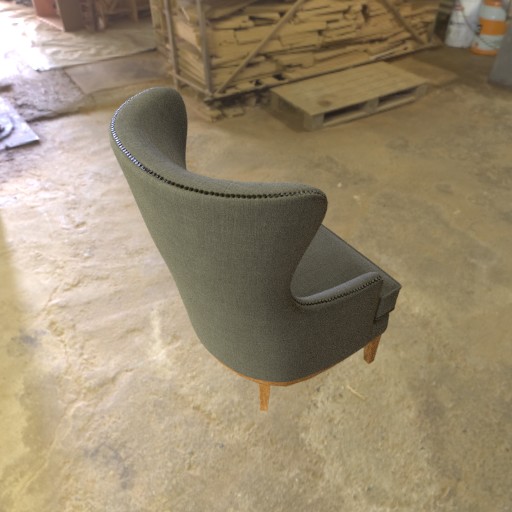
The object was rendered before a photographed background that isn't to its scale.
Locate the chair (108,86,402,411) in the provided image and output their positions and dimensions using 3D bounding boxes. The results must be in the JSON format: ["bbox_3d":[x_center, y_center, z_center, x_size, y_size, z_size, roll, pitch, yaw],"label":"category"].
[{"bbox_3d":[0.000,0.000,1.775,0.883,1.176,0.864,-25,47,-25],"label":"chair"}]
